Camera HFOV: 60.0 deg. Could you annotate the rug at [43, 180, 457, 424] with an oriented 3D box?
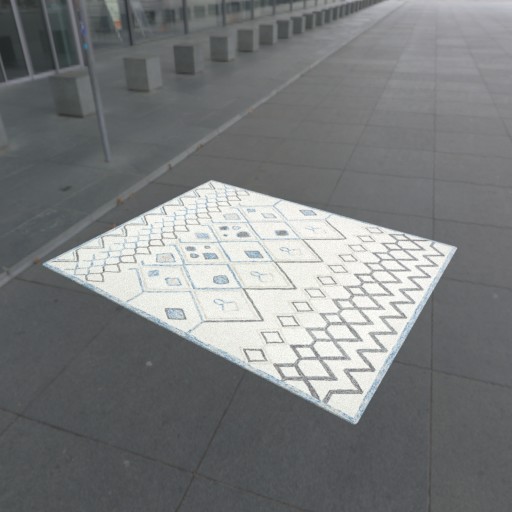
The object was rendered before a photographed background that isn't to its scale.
[{"bbox_3d":[0.000,0.000,4.162,3.056,0.013,2.441,20,37,29],"label":"rug"}]
